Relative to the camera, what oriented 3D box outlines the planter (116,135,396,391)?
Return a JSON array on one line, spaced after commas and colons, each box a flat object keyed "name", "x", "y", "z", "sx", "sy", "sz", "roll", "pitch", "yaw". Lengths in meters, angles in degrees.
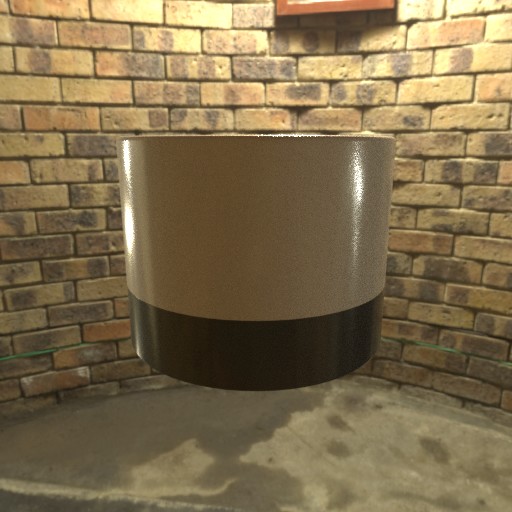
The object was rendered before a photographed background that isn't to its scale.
[{"name": "planter", "x": 0.000, "y": 0.000, "z": 0.341, "sx": 0.193, "sy": 0.177, "sz": 0.193, "roll": 0, "pitch": 14, "yaw": 0}]
